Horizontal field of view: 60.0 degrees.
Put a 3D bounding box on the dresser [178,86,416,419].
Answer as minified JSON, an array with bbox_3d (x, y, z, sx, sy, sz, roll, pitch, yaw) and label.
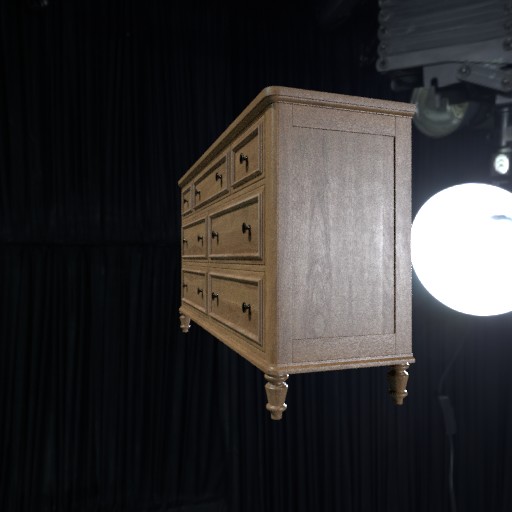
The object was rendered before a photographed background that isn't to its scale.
[{"bbox_3d":[0.000,0.000,1.987,0.468,0.892,1.583,0,0,-19],"label":"dresser"}]
